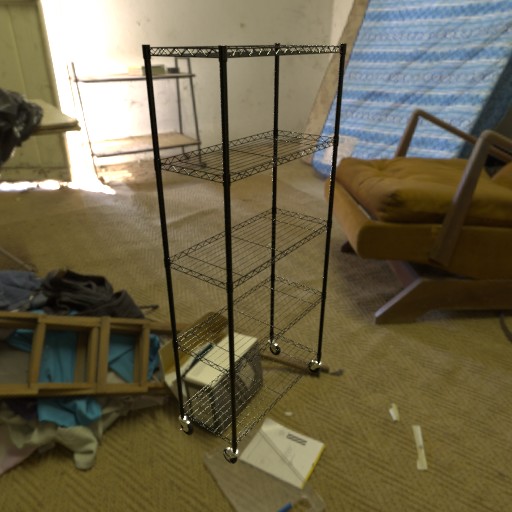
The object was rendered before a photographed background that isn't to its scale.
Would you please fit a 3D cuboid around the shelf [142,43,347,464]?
[{"bbox_3d":[0.000,0.000,1.905,0.356,1.645,0.762,18,31,32],"label":"shelf"}]
